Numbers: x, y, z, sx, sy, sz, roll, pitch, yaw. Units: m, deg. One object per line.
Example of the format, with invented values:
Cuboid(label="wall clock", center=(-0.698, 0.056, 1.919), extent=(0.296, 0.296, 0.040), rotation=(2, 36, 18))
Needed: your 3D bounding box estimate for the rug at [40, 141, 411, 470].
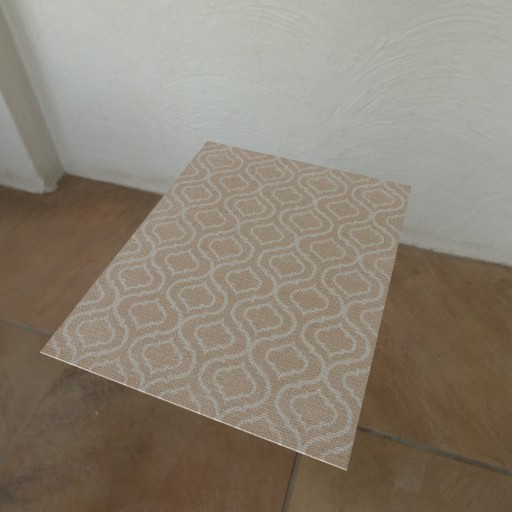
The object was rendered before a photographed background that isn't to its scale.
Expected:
Cuboid(label="rug", center=(0.000, 0.000, 3.878), extent=(2.286, 0.013, 2.894), rotation=(16, 50, 14))
